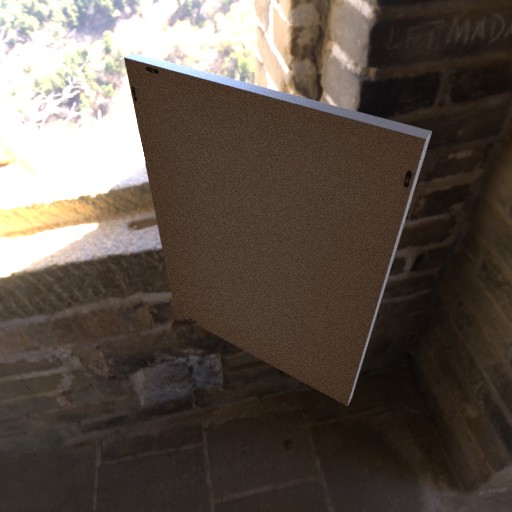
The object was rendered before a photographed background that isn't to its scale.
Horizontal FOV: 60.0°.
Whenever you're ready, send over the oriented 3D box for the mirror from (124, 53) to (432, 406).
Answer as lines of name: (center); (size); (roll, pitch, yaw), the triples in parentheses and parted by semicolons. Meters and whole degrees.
mirror: (0.000, 0.000, 1.325); (0.762, 1.016, 0.041); (24, 49, 23)
